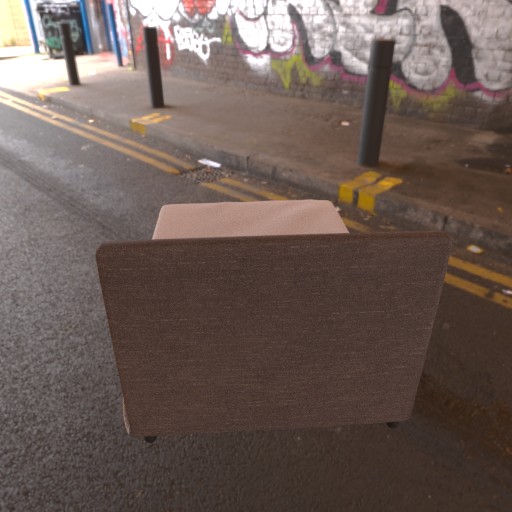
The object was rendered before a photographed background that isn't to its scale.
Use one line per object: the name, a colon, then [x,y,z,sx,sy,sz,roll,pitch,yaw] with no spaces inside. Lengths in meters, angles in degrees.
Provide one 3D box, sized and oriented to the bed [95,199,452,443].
bed: [0.000,0.000,3.230,1.723,1.330,2.142,-2,29,-4]
